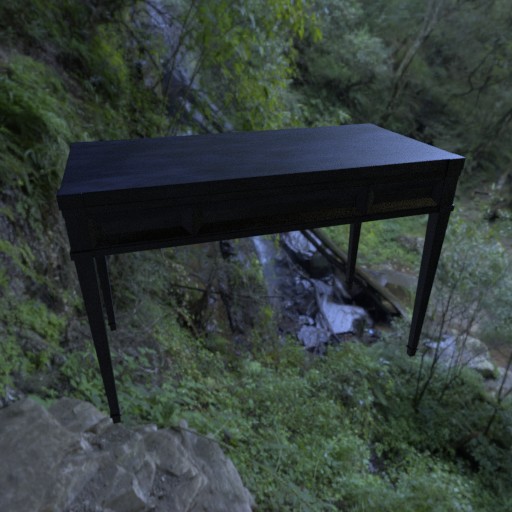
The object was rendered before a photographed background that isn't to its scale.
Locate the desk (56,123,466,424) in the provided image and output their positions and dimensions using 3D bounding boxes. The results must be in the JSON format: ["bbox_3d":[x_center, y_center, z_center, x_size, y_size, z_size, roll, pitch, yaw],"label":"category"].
[{"bbox_3d":[0.000,0.000,1.791,1.289,0.861,0.630,-8,28,-15],"label":"desk"}]
